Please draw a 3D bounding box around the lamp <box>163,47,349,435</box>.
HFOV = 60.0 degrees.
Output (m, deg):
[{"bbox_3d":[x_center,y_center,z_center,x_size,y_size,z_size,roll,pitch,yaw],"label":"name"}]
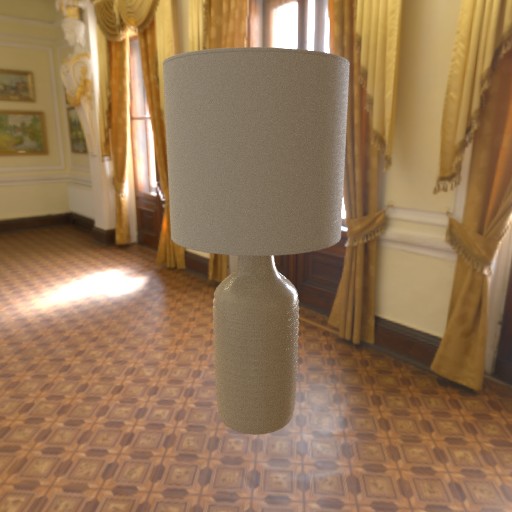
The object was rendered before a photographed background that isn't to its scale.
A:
[{"bbox_3d":[0.000,0.000,0.594,0.220,0.475,0.220,-8,17,-27],"label":"lamp"}]
